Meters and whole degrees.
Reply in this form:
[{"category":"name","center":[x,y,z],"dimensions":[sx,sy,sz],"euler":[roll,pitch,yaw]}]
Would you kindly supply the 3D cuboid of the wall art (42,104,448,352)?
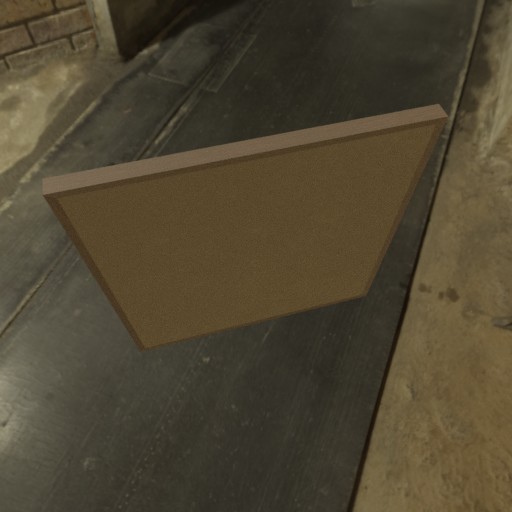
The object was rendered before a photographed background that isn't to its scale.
[{"category":"wall art","center":[0.000,0.000,1.137],"dimensions":[0.761,0.758,0.038],"euler":[-13,59,-8]}]
